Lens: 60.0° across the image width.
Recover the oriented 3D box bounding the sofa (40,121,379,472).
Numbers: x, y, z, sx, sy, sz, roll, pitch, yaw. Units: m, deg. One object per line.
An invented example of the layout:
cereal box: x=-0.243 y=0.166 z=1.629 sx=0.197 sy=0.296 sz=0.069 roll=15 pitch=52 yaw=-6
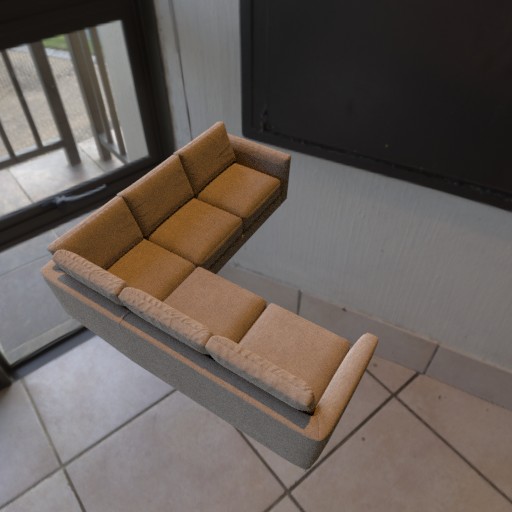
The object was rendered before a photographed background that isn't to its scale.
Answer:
sofa: x=0.000 y=0.000 z=3.763 sx=2.438 sy=0.864 sz=2.438 roll=25 pitch=51 yaw=22
